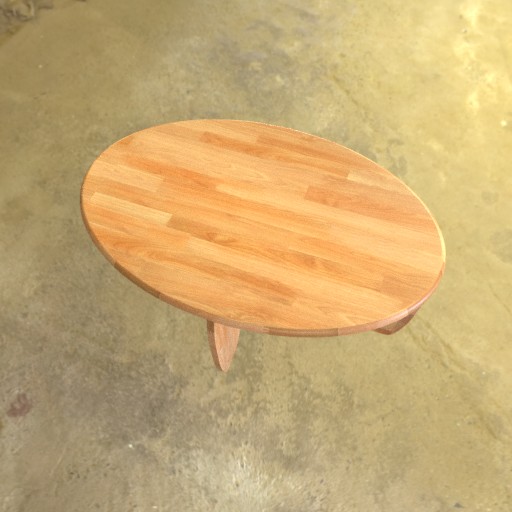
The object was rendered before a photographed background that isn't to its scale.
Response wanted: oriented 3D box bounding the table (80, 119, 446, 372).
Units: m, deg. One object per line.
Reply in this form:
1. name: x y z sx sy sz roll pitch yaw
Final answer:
1. table: 0.000 0.000 1.412 1.040 0.490 0.690 17 60 10
